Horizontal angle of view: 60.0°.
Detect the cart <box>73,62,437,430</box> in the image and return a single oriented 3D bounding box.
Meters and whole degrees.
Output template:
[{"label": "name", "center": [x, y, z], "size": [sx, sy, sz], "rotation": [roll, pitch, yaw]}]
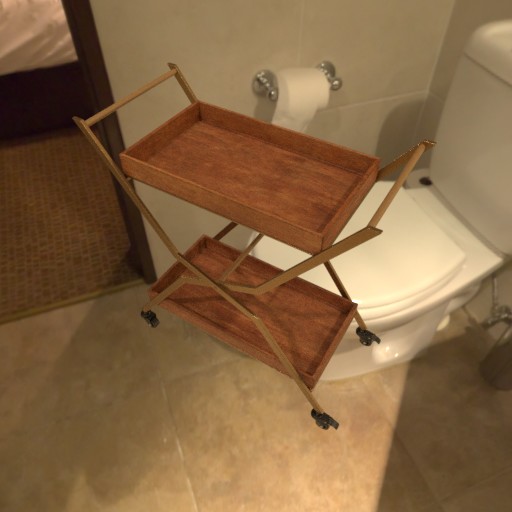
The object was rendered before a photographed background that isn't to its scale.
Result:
[{"label": "cart", "center": [0.000, 0.000, 1.370], "size": [0.836, 0.869, 0.405], "rotation": [24, 51, 21]}]
